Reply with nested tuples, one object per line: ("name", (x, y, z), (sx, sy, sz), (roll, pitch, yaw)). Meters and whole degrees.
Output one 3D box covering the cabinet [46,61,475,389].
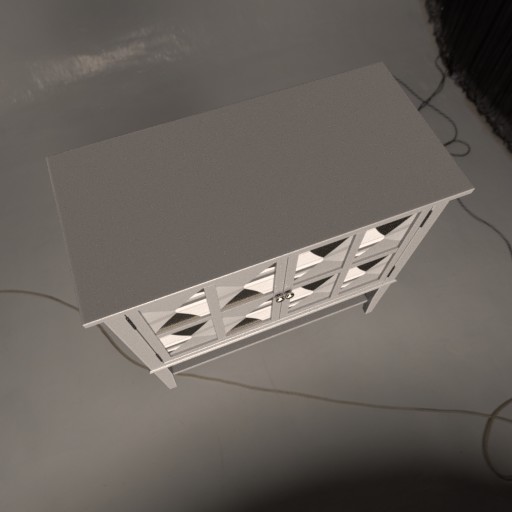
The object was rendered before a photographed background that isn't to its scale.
("cabinet", (0.000, 0.000, 1.266), (0.801, 0.780, 0.396), (-19, 65, -9))
